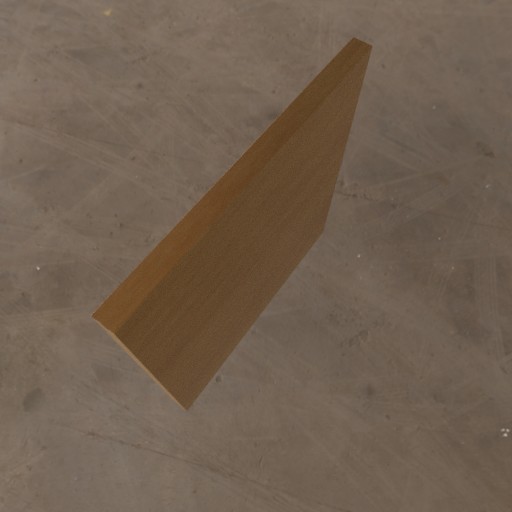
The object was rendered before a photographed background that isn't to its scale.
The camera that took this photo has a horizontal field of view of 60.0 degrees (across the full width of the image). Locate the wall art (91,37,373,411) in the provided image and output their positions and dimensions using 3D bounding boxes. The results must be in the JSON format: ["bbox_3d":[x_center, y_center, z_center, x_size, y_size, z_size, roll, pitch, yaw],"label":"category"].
[{"bbox_3d":[0.000,0.000,0.446,0.019,0.302,0.302,33,67,16],"label":"wall art"}]
